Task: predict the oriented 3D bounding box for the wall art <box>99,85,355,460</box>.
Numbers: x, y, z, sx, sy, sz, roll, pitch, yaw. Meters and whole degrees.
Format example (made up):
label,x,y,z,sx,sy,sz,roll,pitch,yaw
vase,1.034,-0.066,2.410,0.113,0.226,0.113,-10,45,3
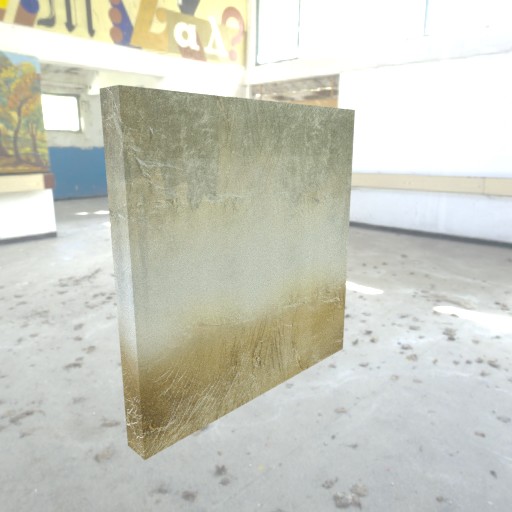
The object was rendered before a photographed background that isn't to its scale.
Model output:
label,x,y,z,sx,sy,sz,roll,pitch,yaw
wall art,0.000,0.000,0.615,0.038,0.407,0.405,13,19,43
